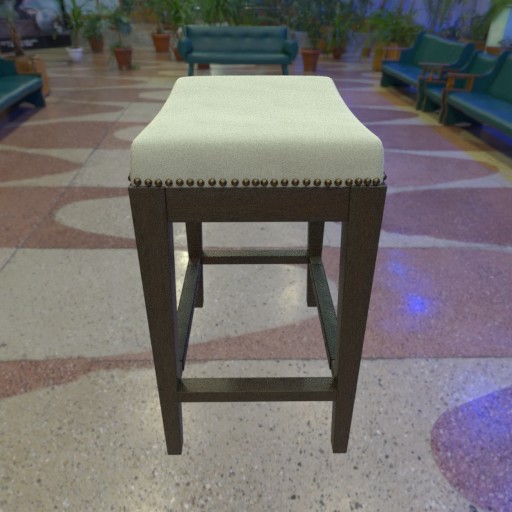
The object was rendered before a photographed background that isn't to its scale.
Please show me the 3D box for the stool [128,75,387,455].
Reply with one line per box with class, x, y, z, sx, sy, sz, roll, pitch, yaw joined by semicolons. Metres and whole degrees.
stool;0.000;0.000;0.936;0.361;0.642;0.500;0;32;-1
